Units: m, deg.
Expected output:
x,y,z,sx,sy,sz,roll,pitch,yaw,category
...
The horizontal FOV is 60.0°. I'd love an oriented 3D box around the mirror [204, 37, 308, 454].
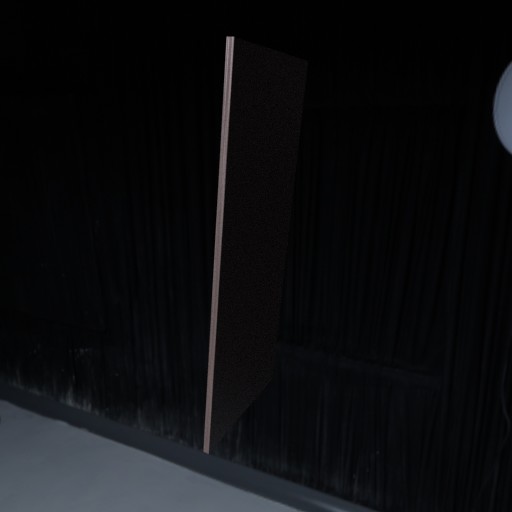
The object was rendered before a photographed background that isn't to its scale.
x,y,z,sx,sy,sz,roll,pitch,yaw,category
0.000,0.000,2.393,0.221,2.020,0.812,8,19,26,mirror
